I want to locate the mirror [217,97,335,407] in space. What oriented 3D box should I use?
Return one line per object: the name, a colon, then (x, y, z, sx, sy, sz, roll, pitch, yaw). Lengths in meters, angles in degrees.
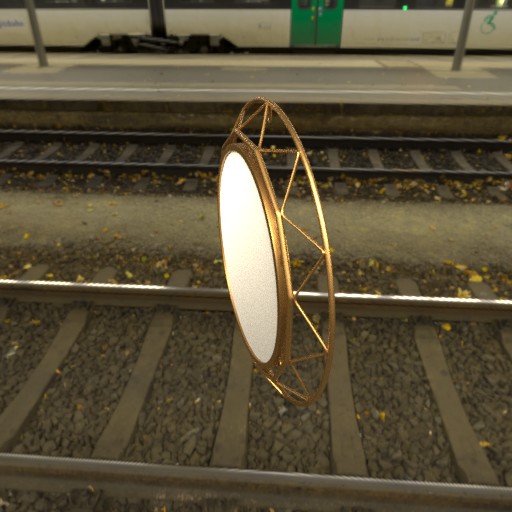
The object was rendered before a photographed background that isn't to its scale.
mirror: (0.000, 0.000, 0.674, 0.043, 0.454, 0.454, -9, 32, -15)
